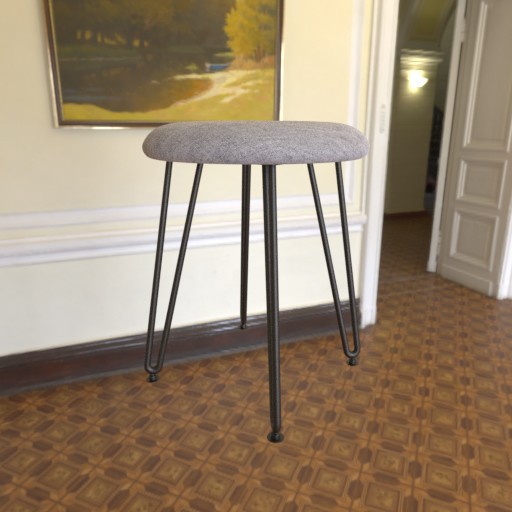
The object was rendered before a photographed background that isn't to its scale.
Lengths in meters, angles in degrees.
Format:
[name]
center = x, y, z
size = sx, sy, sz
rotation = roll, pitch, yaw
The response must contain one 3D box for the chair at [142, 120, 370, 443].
[chair]
center = 0.000, 0.000, 0.663
size = 0.350, 0.386, 0.350
rotation = -2, 16, -8
